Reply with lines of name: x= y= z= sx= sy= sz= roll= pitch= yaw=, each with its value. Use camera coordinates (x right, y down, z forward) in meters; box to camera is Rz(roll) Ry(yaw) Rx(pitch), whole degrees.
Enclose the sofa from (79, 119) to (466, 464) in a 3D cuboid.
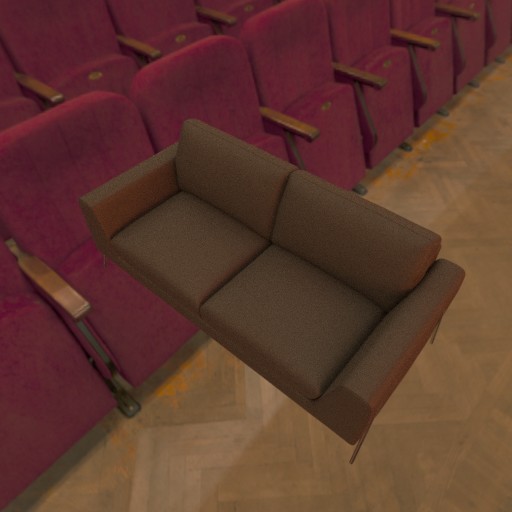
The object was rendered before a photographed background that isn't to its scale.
sofa: x=0.000 y=0.000 z=2.553 sx=2.017 sy=0.875 sz=0.953 roll=32 pitch=54 yaw=26
